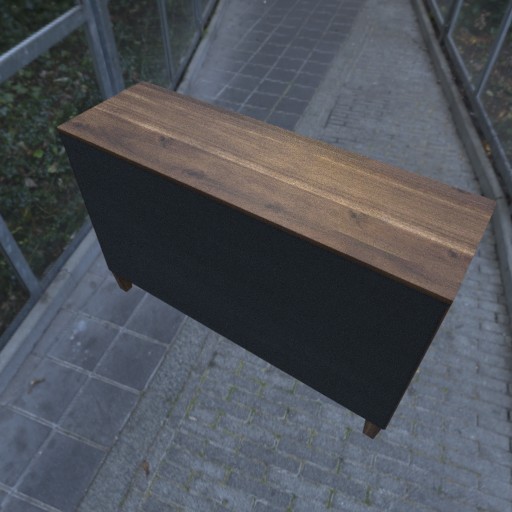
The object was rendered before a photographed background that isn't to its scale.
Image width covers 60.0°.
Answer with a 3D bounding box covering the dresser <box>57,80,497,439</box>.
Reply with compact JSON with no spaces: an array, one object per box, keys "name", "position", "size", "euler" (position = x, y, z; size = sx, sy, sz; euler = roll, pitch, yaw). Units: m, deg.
[{"name":"dresser","position":[0.000,0.000,1.740],"size":[1.387,0.892,0.438],"euler":[26,52,22]}]
